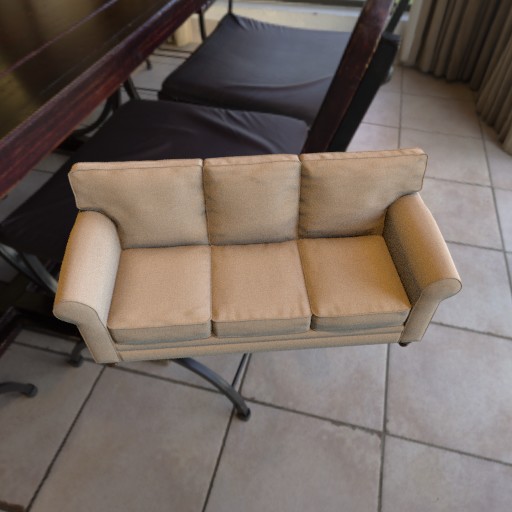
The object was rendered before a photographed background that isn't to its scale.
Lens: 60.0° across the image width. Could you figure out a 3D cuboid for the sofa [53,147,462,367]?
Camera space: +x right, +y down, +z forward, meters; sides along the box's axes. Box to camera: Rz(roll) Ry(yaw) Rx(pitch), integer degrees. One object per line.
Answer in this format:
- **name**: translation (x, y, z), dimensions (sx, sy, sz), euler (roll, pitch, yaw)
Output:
- **sofa**: translation (0.000, 0.000, 2.613), dimensions (2.084, 0.961, 0.916), euler (-3, 47, -3)
